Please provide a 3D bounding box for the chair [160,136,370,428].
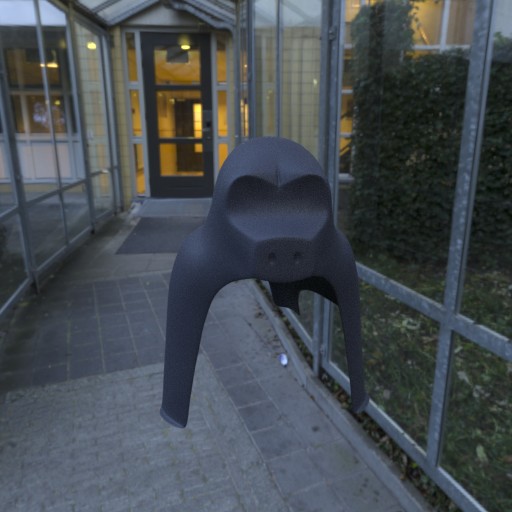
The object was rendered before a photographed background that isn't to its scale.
[{"bbox_3d":[0.000,0.000,1.136,0.490,0.600,0.758,-2,16,-7],"label":"chair"}]
